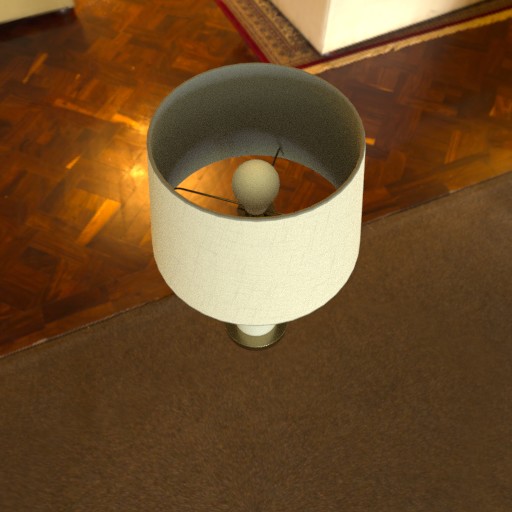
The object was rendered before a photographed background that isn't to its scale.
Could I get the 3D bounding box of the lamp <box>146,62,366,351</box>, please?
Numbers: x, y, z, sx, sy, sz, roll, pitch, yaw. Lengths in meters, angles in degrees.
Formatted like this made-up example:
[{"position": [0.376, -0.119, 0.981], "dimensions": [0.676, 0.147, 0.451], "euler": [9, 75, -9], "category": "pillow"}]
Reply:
[{"position": [0.000, 0.000, 0.731], "dimensions": [0.309, 0.545, 0.309], "euler": [0, 59, 0], "category": "lamp"}]
